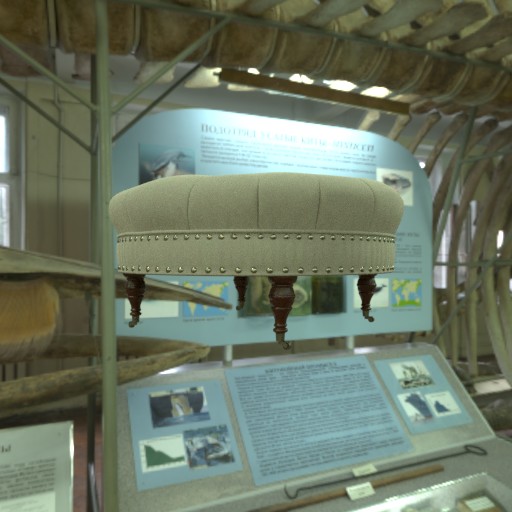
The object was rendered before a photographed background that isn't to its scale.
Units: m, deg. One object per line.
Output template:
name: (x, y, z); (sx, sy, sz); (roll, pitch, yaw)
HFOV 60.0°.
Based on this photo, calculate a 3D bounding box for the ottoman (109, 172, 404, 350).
ottoman: (0.000, 0.000, 1.421); (0.901, 0.439, 0.901); (0, 0, 0)
